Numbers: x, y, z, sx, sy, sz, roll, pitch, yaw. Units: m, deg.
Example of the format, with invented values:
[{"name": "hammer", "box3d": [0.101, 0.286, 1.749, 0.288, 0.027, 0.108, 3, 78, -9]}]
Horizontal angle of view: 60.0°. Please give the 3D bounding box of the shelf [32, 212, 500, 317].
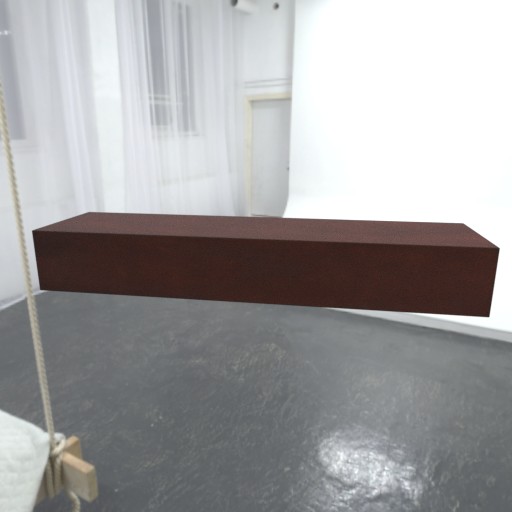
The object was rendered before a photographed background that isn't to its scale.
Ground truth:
[{"name": "shelf", "box3d": [0.000, 0.000, 0.652, 0.607, 0.088, 0.152, 3, 16, 9]}]
